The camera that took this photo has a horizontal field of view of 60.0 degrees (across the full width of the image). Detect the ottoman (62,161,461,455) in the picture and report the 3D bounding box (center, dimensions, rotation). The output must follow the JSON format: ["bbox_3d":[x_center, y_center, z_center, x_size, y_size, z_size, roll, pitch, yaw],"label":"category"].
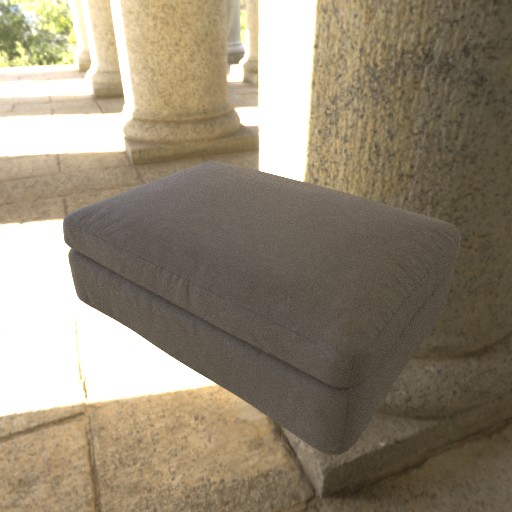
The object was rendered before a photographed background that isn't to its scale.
[{"bbox_3d":[0.000,0.000,1.603,1.199,0.429,0.840,21,37,32],"label":"ottoman"}]
